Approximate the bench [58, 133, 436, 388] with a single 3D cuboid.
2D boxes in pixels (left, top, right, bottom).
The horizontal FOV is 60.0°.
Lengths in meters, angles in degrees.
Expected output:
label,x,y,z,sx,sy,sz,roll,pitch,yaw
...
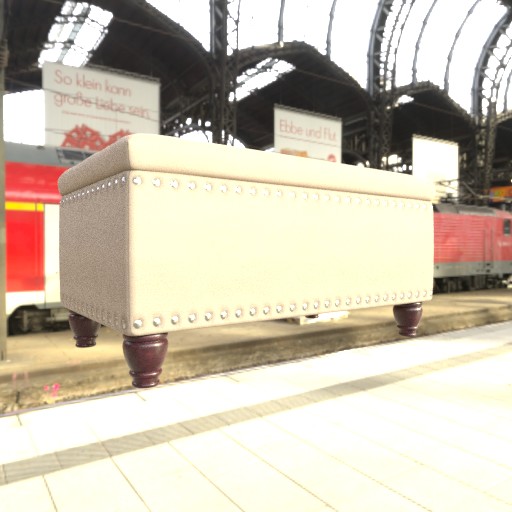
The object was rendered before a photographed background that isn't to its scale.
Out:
label,x,y,z,sx,sy,sz,roll,pitch,yaw
bench,0.000,0.000,1.180,0.887,0.449,0.500,-1,1,-36
